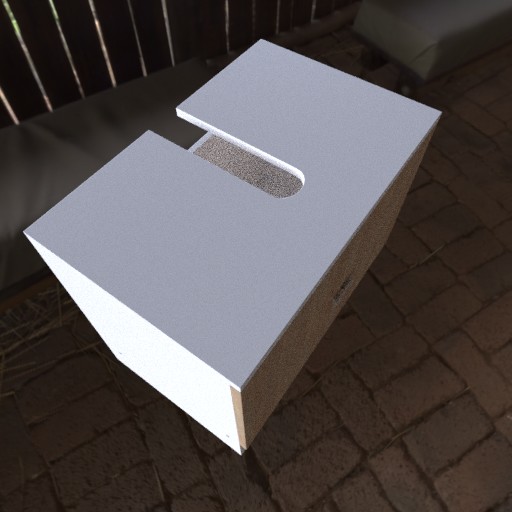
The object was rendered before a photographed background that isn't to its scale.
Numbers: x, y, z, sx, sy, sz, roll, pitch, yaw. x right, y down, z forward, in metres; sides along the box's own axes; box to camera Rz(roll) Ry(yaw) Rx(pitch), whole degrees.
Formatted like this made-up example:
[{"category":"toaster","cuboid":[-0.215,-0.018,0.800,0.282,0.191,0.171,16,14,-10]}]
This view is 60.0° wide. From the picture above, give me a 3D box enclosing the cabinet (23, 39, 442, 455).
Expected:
[{"category":"cabinet","cuboid":[0.000,0.000,0.929,0.400,0.522,0.600,31,62,18]}]
